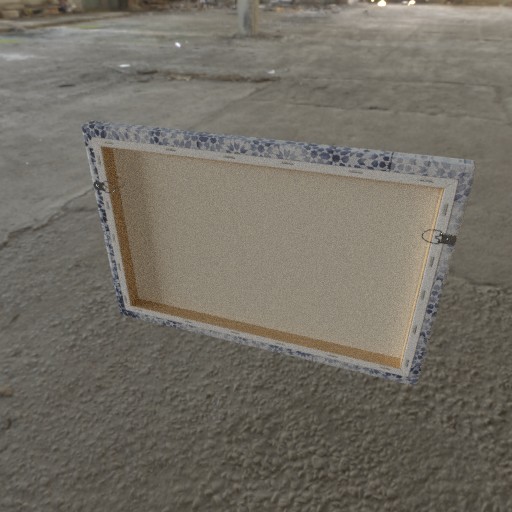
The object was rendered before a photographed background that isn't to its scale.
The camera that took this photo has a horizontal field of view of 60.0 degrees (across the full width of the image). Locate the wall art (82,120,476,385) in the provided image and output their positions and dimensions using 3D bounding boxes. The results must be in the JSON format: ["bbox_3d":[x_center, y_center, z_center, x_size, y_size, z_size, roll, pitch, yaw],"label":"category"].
[{"bbox_3d":[0.000,0.000,0.769,0.608,0.406,0.030,10,33,16],"label":"wall art"}]
